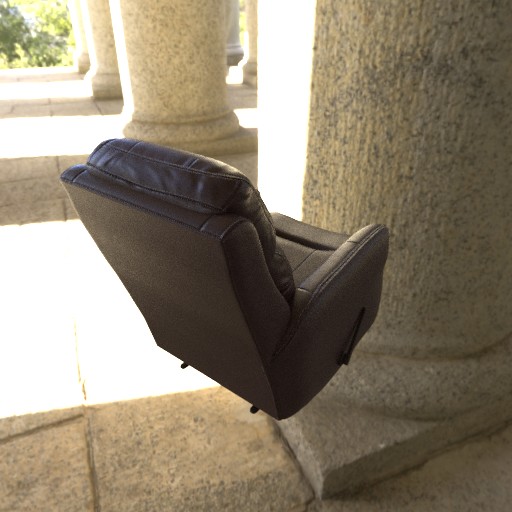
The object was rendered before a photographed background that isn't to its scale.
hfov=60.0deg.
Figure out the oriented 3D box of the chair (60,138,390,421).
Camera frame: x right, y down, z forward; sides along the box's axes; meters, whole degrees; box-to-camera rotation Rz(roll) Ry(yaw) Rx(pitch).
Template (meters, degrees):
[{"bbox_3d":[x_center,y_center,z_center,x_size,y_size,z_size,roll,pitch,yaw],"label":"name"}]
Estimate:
[{"bbox_3d":[0.000,0.000,1.743,0.829,1.030,1.080,21,36,32],"label":"chair"}]
